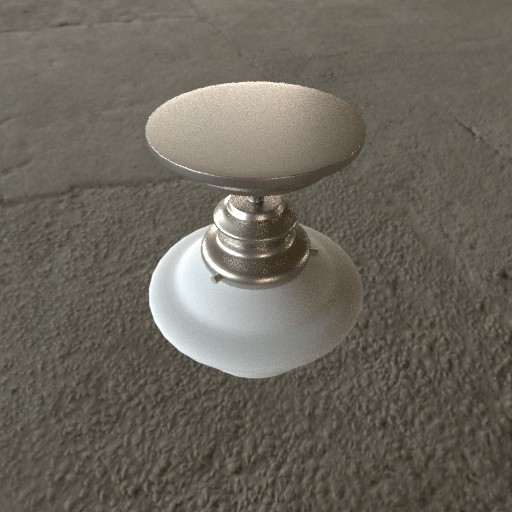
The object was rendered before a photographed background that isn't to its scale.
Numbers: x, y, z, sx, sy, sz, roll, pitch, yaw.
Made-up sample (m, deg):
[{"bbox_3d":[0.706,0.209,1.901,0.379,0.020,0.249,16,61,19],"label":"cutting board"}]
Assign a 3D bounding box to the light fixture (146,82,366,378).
[{"bbox_3d":[0.000,0.000,0.396,0.199,0.254,0.199,0,42,0],"label":"light fixture"}]
